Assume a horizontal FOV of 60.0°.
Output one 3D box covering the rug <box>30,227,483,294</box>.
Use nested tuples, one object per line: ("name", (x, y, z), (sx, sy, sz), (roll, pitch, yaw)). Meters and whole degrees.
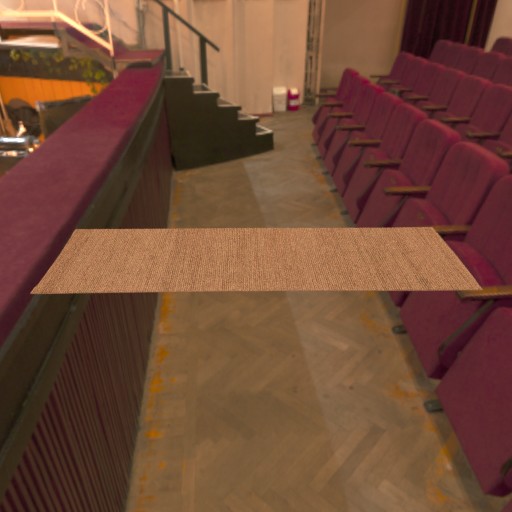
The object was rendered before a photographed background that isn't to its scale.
("rug", (0.000, 0.000, 2.638), (2.390, 0.014, 0.741), (0, 30, -1))
